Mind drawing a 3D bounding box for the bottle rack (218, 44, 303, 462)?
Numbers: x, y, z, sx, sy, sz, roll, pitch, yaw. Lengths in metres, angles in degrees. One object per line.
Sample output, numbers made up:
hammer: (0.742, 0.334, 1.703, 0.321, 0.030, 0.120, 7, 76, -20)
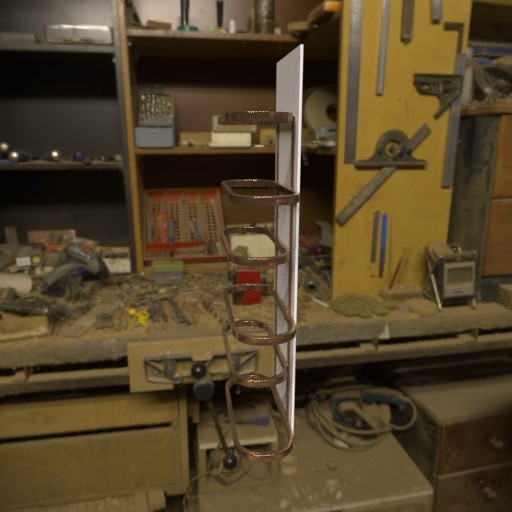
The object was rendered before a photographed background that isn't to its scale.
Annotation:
bottle rack: (0.000, 0.000, 0.844, 0.118, 0.709, 0.332, -2, 15, -9)
